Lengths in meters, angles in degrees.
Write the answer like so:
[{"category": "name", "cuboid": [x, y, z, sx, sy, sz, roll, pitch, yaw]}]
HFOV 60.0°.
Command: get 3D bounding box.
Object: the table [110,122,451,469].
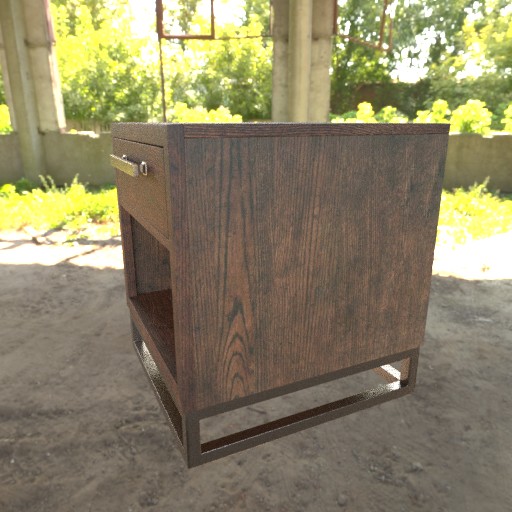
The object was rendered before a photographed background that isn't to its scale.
[{"category": "table", "cuboid": [0.000, 0.000, 1.012, 0.566, 0.582, 0.506, -8, 19, -25]}]
